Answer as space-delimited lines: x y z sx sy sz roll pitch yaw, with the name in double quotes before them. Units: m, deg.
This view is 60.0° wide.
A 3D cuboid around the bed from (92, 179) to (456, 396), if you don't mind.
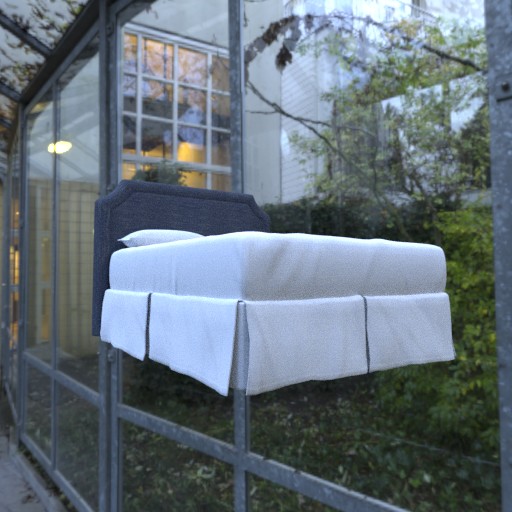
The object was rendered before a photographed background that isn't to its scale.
"bed" 0.000 0.000 3.114 1.693 1.290 2.116 2 -3 -35
